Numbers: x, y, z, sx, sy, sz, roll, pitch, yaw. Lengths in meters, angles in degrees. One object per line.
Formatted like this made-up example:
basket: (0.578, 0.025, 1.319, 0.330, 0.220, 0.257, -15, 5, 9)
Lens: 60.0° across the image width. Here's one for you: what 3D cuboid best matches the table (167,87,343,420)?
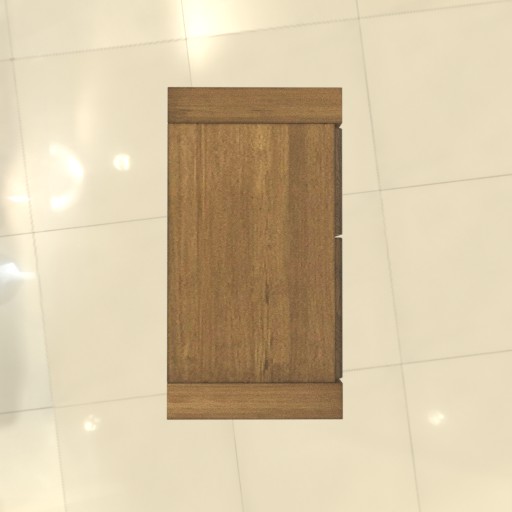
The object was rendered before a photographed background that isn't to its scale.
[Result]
table: (0.000, 0.000, 2.464, 0.600, 2.000, 1.100, 0, 89, 0)
